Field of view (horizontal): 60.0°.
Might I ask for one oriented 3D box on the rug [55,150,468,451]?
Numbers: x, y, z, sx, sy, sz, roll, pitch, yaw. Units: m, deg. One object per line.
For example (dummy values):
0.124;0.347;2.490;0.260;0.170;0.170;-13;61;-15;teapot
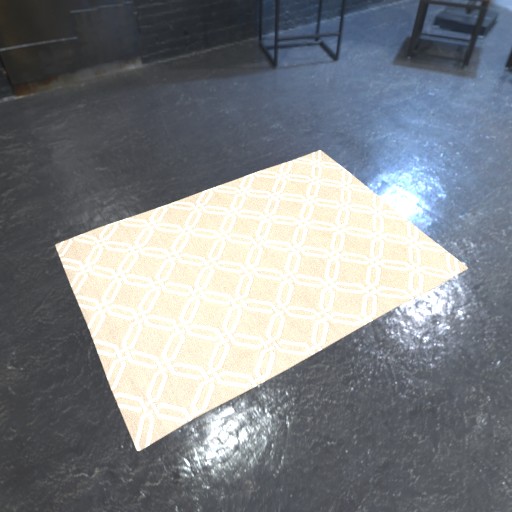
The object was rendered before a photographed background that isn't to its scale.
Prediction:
0.000;0.000;2.780;2.135;0.013;1.524;-23;51;-21;rug
